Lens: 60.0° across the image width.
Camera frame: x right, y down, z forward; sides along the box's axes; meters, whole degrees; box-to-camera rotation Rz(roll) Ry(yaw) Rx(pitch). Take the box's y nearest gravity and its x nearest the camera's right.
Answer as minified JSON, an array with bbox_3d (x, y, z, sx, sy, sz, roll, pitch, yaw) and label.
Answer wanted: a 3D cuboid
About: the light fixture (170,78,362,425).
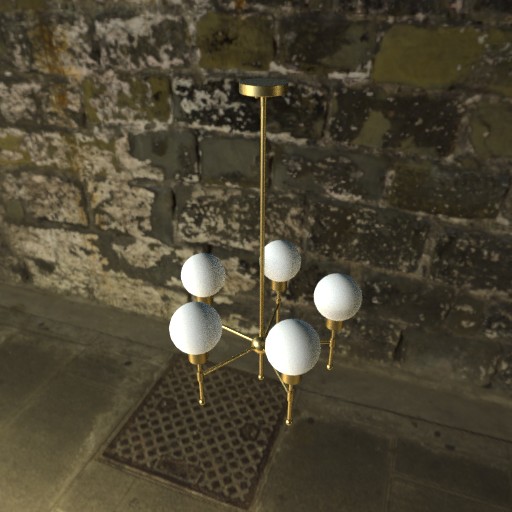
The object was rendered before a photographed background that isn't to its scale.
[{"bbox_3d":[0.000,0.000,1.794,0.785,1.331,0.815,19,35,29],"label":"light fixture"}]
